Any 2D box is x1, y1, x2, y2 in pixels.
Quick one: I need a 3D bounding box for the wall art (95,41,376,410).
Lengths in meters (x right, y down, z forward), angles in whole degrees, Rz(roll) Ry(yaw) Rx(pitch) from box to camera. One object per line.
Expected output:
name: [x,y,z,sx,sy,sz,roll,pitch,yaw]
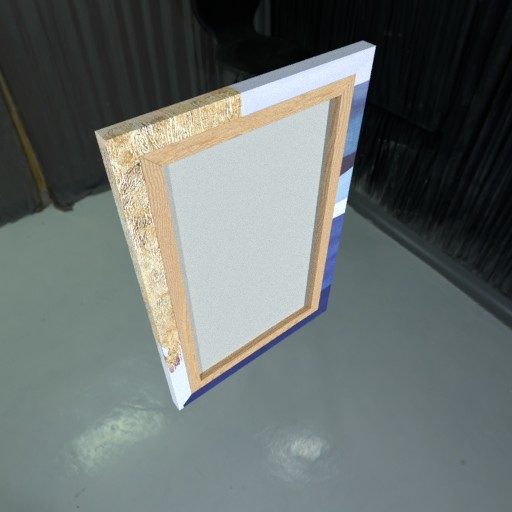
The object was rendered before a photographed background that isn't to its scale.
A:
wall art: [0.000,0.000,1.136,0.607,0.911,0.039,-29,53,-25]
